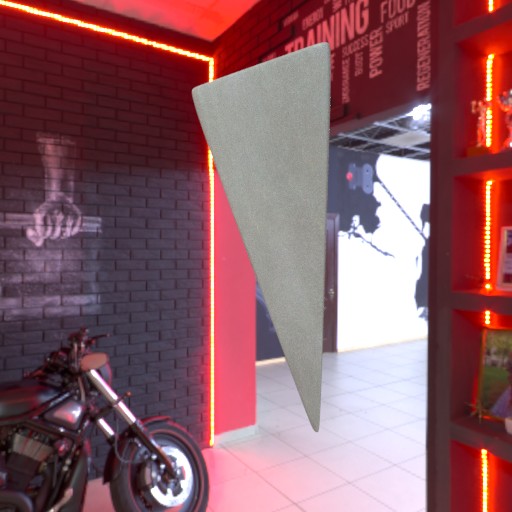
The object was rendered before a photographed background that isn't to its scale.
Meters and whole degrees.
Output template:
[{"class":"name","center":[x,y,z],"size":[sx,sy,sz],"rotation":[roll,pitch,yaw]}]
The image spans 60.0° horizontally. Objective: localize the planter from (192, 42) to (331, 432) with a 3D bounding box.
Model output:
[{"class":"planter","center":[0.000,0.000,0.163],"size":[0.047,0.130,0.058],"rotation":[0,1,0]}]
